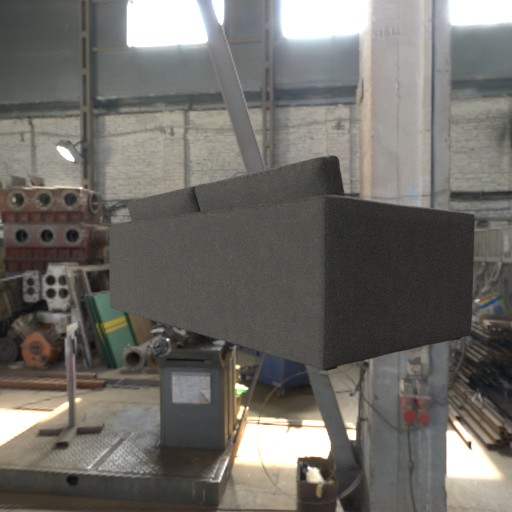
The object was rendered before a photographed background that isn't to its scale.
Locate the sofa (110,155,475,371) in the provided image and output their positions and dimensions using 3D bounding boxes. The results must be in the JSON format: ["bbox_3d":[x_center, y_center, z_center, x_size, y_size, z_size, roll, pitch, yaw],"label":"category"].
[{"bbox_3d":[0.000,0.000,2.791,1.092,0.838,2.257,-1,1,-38],"label":"sofa"}]
